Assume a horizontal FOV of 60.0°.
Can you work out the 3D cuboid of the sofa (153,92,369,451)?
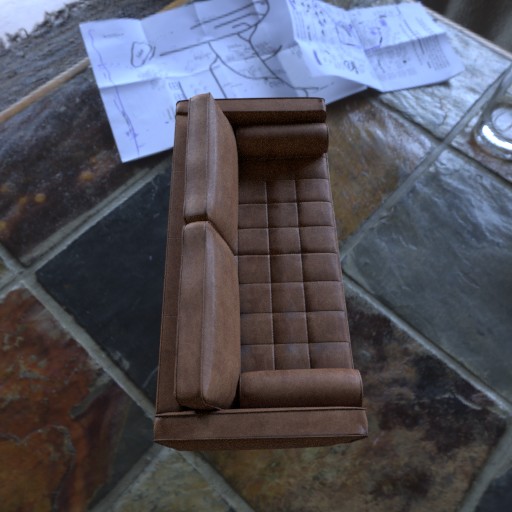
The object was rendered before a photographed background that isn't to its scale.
[{"bbox_3d":[0.000,0.000,2.416,0.924,0.825,1.920,-1,64,-1],"label":"sofa"}]
